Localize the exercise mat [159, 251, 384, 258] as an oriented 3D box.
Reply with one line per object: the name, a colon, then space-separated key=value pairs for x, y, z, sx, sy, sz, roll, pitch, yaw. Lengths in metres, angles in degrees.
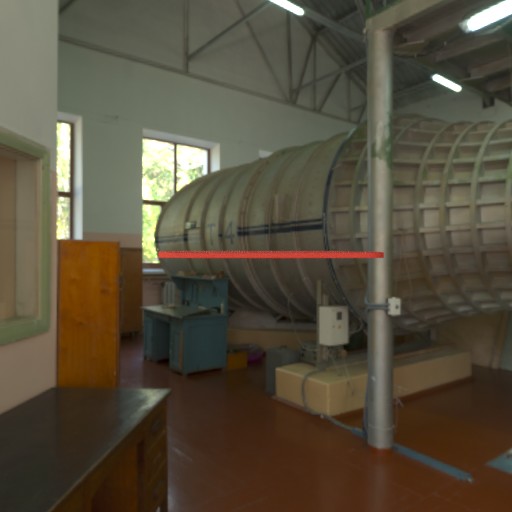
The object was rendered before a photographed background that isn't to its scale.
exercise mat: x=0.000 y=0.000 z=2.080 sx=0.616 sy=0.021 sz=1.869 roll=0 pitch=0 yaw=-3
